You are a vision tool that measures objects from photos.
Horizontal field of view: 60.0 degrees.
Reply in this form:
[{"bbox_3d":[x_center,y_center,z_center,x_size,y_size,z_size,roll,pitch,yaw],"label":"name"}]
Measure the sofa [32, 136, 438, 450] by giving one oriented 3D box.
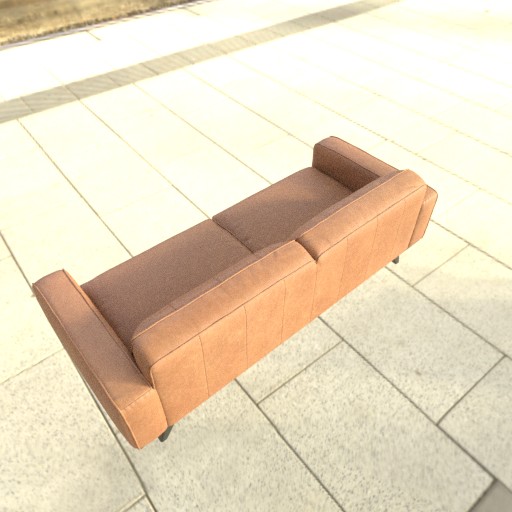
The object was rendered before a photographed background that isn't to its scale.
[{"bbox_3d":[0.000,0.000,2.648,2.270,0.780,0.953,-31,53,-27],"label":"sofa"}]
